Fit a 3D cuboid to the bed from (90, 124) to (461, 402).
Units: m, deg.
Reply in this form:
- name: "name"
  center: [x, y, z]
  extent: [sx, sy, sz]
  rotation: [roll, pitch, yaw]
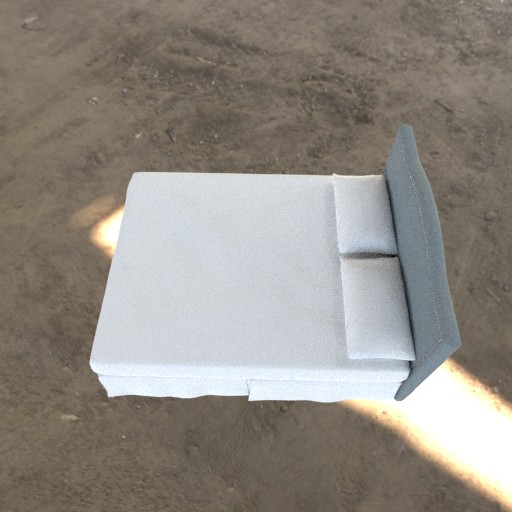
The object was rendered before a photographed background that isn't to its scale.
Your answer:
- name: "bed"
  center: [0.000, 0.000, 3.910]
  extent: [2.689, 1.457, 2.161]
  rotation: [1, 58, 1]
